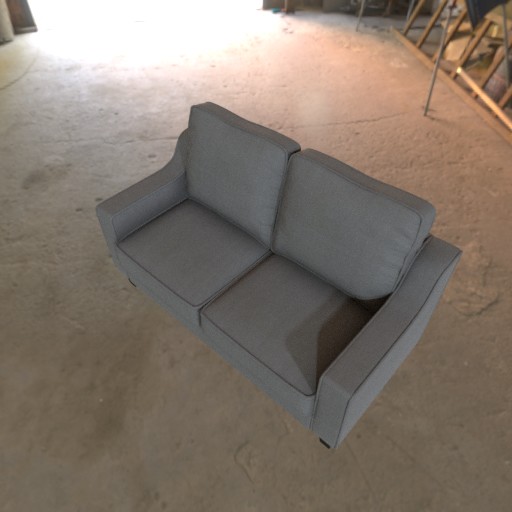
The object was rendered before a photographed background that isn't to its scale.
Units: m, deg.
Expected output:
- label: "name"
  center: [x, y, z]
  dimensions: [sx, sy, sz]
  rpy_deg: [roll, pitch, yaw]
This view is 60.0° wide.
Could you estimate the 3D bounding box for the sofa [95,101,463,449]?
- label: "sofa"
  center: [0.000, 0.000, 2.070]
  dimensions: [1.500, 0.948, 0.791]
  rpy_deg: [33, 54, 28]
